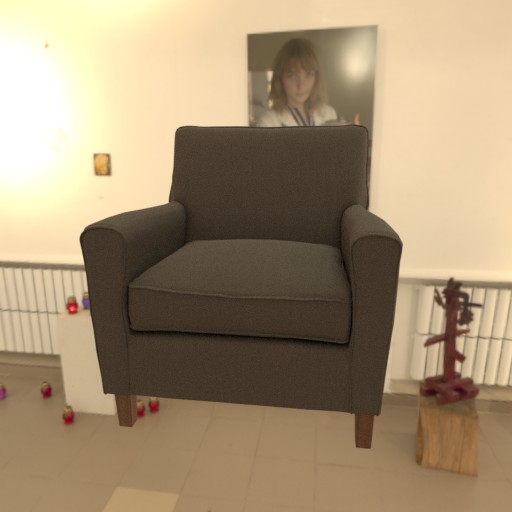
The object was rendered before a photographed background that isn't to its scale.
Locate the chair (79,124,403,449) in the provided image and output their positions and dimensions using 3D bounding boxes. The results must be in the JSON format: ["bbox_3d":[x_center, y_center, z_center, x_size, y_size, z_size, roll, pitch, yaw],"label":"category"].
[{"bbox_3d":[0.000,0.000,1.549,0.836,0.911,0.831,2,14,8],"label":"chair"}]
